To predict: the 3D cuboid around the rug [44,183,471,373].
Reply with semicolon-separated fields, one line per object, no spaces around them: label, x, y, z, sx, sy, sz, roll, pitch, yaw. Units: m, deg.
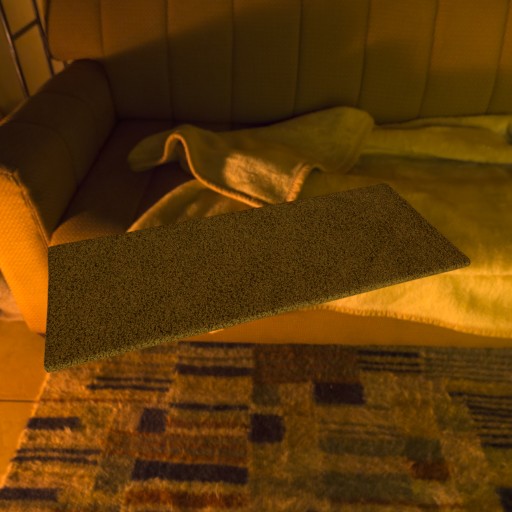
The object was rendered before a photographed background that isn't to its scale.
rug;0.000;0.000;1.713;1.524;0.030;0.609;-12;42;-14
